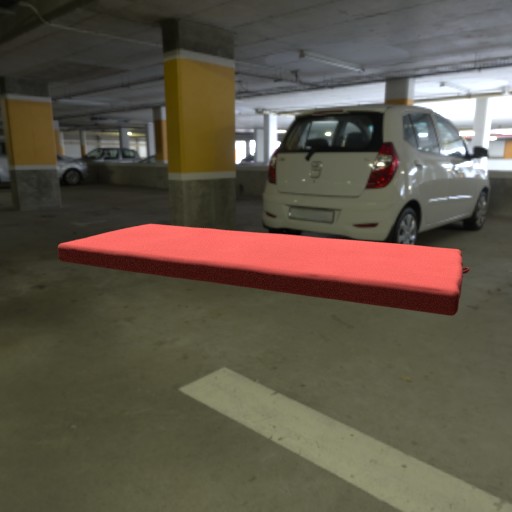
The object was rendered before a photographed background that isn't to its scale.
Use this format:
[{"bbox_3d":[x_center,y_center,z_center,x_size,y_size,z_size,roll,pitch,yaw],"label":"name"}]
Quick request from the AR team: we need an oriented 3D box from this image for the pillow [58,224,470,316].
[{"bbox_3d":[0.000,0.000,1.356,1.187,0.081,0.492,6,14,25],"label":"pillow"}]
